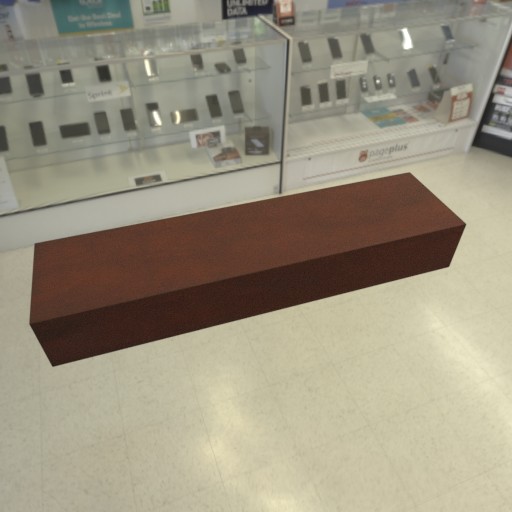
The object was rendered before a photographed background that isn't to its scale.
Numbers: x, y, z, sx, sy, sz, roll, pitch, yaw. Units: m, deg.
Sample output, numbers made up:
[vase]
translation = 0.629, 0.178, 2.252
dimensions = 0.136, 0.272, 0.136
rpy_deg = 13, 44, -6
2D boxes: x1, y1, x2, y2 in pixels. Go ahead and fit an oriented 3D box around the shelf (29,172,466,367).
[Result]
[shelf]
translation = 0.000, 0.000, 0.670
dimensions = 0.607, 0.088, 0.152
rpy_deg = -12, 44, -13
